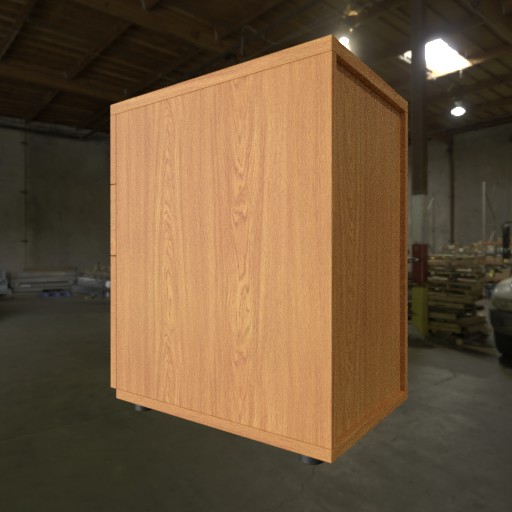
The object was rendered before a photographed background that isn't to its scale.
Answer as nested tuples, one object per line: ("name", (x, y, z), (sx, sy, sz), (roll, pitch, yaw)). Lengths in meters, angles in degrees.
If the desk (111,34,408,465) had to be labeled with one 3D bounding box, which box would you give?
("desk", (0.000, 0.000, 1.067), (0.600, 0.730, 0.404), (0, 0, 36))
